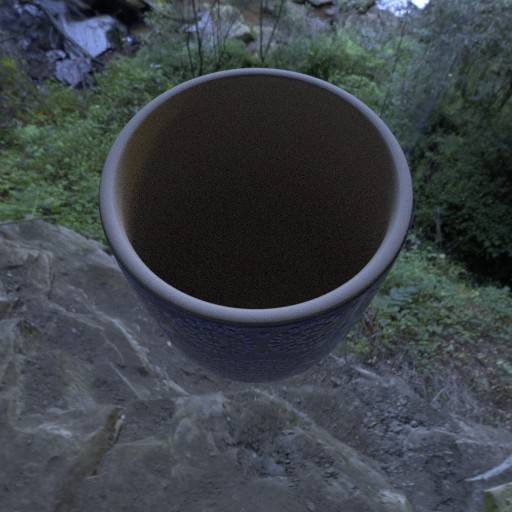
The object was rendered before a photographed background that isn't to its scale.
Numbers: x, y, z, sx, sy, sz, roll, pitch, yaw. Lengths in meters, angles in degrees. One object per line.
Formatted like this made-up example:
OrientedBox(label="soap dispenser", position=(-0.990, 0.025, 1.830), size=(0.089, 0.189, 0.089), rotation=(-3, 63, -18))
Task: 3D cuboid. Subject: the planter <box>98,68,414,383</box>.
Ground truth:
OrientedBox(label="planter", position=(0.000, 0.000, 0.347), size=(0.184, 0.206, 0.184), rotation=(0, 63, 0))
